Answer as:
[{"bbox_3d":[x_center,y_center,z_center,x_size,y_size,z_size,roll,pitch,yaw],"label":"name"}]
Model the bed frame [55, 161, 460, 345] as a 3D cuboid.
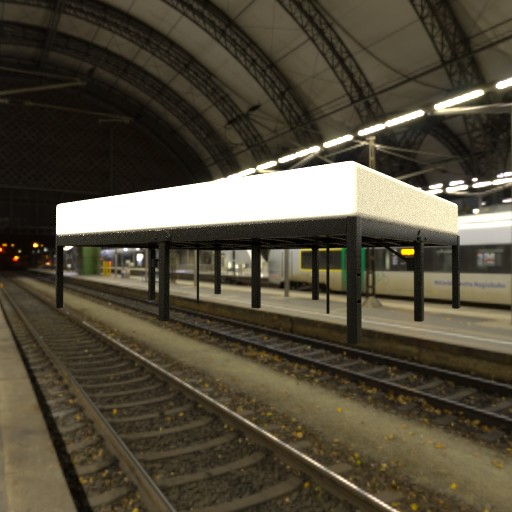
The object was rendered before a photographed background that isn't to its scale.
[{"bbox_3d":[0.000,0.000,2.804,2.072,0.659,1.557,-1,-1,37],"label":"bed frame"}]
